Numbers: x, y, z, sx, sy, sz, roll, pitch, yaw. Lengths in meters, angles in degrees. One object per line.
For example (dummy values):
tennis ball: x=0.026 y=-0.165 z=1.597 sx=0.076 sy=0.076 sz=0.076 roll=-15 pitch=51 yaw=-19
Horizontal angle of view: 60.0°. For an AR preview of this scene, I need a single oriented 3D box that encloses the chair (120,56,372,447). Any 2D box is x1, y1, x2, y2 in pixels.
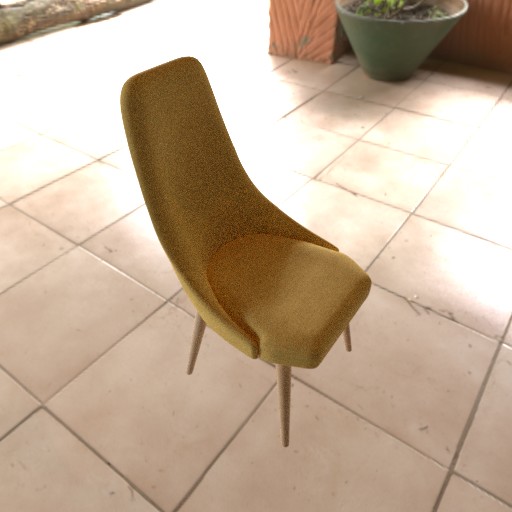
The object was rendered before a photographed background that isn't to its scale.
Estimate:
chair: x=0.000 y=0.000 z=1.387 sx=0.660 sy=1.040 sz=0.510 roll=25 pitch=47 yaw=26
